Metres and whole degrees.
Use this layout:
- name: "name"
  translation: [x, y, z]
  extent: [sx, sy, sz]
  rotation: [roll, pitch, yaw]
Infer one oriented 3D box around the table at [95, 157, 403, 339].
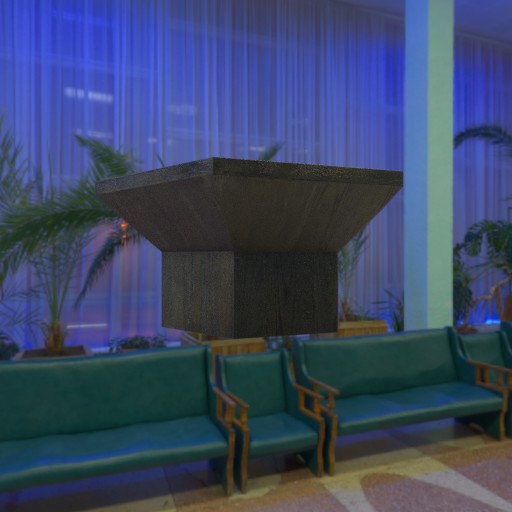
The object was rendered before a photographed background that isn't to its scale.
- name: "table"
  translation: [0.000, 0.000, 1.634]
  extent: [1.115, 0.488, 0.966]
  rotation: [0, 0, -19]
